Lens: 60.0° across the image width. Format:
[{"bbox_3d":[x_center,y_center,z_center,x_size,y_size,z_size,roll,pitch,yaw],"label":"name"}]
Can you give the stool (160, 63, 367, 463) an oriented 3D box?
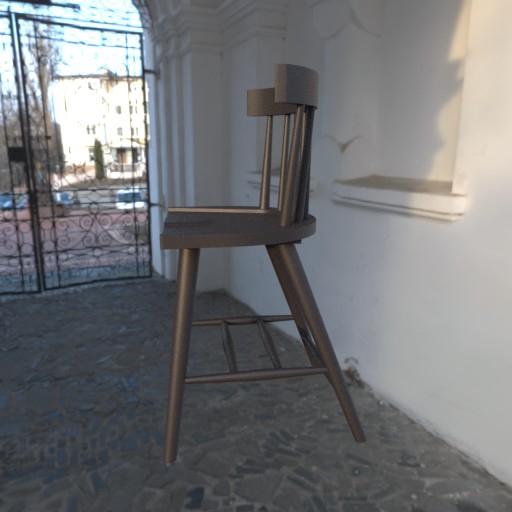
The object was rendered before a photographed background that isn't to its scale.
[{"bbox_3d":[0.000,0.000,1.274,0.549,0.953,0.494,-2,14,-9],"label":"stool"}]
